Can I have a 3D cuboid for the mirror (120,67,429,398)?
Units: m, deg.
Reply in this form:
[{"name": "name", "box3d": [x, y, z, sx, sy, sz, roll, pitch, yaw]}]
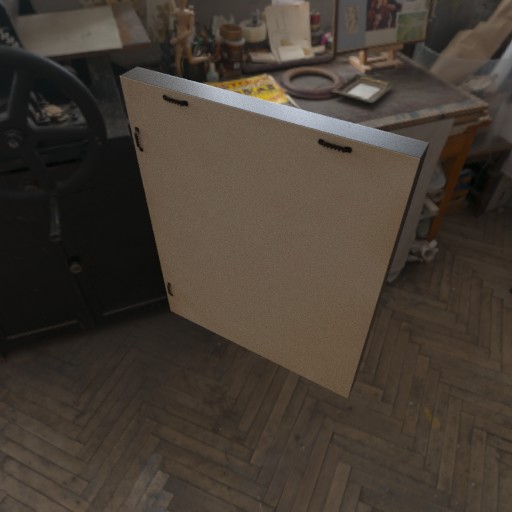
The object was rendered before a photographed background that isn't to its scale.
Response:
[{"name": "mirror", "box3d": [0.000, 0.000, 0.712, 0.405, 0.508, 0.041, 22, 49, 21]}]
